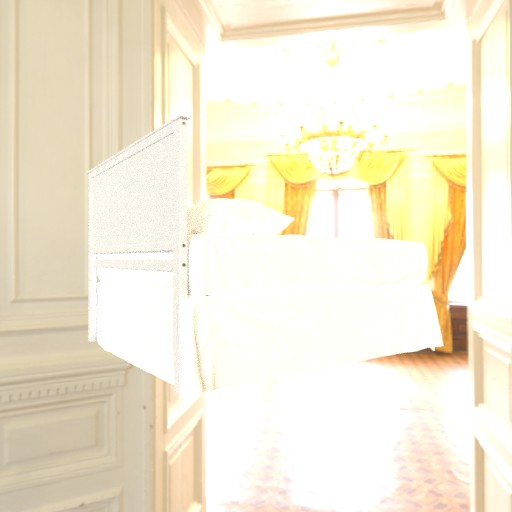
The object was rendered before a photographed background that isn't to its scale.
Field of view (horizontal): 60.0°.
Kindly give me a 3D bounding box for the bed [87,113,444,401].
[{"bbox_3d":[0.000,0.000,3.218,2.047,1.269,1.876,0,0,-35],"label":"bed"}]
